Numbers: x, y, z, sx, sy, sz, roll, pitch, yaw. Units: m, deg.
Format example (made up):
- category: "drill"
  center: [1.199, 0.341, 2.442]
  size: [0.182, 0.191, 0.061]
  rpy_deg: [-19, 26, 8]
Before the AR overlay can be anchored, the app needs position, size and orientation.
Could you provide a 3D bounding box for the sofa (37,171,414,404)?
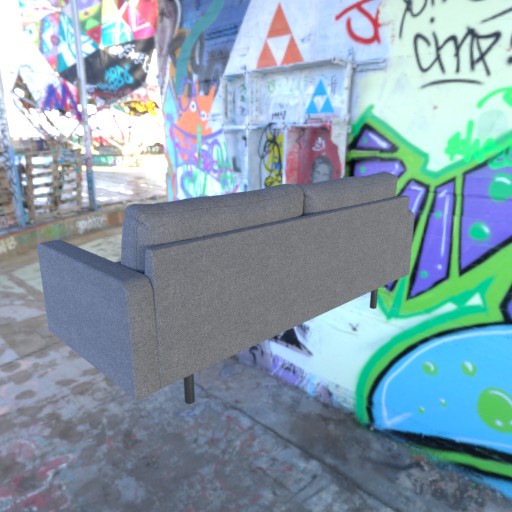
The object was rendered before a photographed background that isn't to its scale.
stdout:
- category: "sofa"
  center: [0.000, 0.000, 2.554]
  size: [2.100, 0.880, 0.880]
  rpy_deg: [-15, 22, -43]
